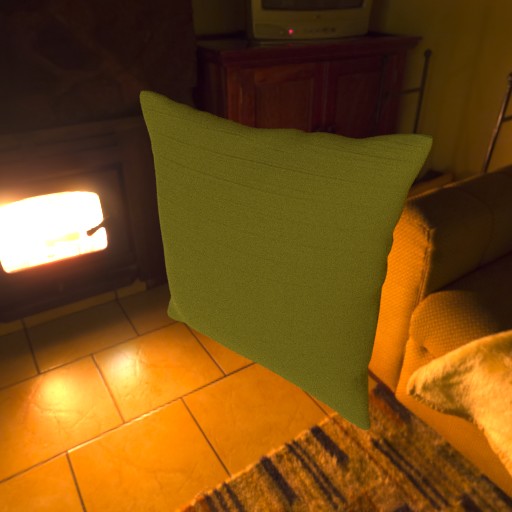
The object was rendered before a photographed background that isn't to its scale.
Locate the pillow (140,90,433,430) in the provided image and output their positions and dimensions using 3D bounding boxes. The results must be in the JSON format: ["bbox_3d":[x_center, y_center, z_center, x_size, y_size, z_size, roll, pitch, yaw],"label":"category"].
[{"bbox_3d":[0.000,0.000,0.712,0.470,0.464,0.175,21,37,31],"label":"pillow"}]
